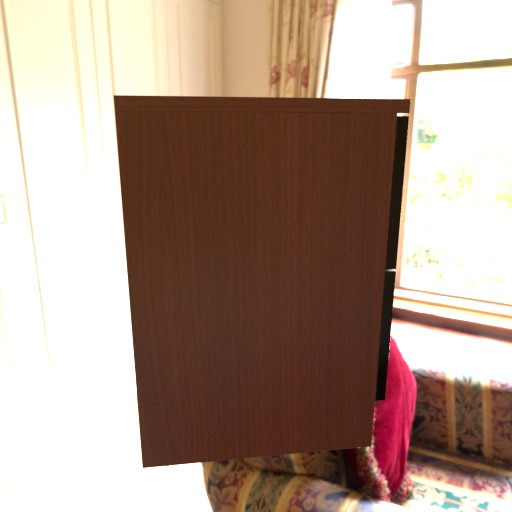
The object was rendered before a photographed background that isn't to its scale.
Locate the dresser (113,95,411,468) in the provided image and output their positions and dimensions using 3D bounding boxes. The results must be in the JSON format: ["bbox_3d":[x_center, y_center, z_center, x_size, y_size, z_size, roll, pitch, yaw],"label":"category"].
[{"bbox_3d":[0.000,0.000,0.745,0.360,0.470,0.400,-2,15,-8],"label":"dresser"}]
